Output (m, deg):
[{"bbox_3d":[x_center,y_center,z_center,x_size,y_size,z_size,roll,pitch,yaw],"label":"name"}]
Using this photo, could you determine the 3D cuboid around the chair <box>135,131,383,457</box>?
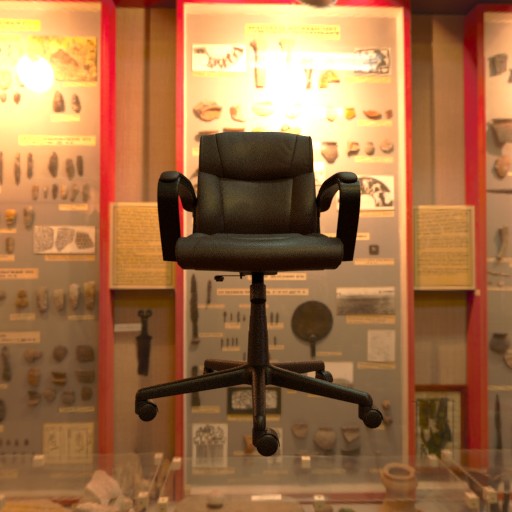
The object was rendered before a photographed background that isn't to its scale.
[{"bbox_3d":[0.000,0.000,1.458,0.739,1.004,0.717,0,-1,0],"label":"chair"}]
